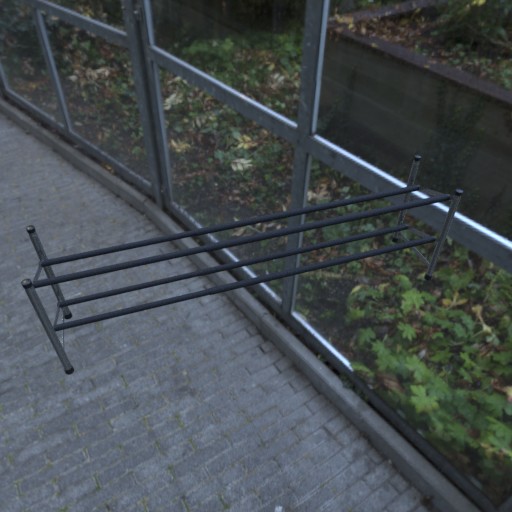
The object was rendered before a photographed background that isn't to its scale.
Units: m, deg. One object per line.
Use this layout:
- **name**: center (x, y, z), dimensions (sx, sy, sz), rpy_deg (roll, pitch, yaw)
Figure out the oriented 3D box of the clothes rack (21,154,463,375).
- **clothes rack**: center (0.000, 0.000, 1.306), dimensions (1.168, 0.349, 0.229), rpy_deg (-13, 43, -14)
